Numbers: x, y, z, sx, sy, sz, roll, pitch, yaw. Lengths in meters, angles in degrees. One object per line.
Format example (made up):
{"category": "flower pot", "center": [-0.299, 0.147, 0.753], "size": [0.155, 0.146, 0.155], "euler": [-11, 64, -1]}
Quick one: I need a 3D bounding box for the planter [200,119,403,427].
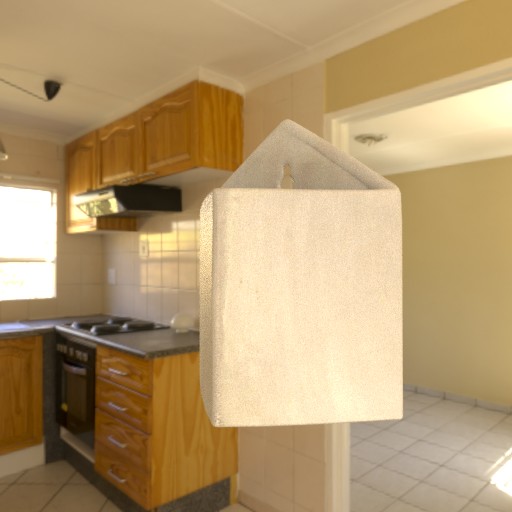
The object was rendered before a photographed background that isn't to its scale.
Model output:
{"category": "planter", "center": [0.000, 0.000, 0.283], "size": [0.163, 0.194, 0.080], "euler": [-1, -1, 36]}
